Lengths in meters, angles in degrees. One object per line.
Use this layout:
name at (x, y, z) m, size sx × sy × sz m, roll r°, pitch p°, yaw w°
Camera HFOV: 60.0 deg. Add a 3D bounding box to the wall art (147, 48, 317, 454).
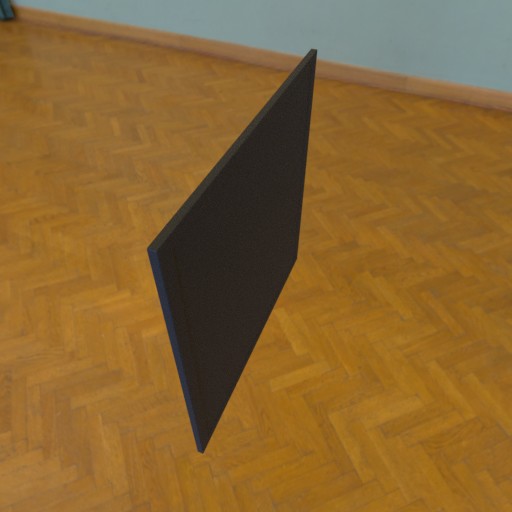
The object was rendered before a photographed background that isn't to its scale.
wall art at (0.000, 0.000, 0.835) m, size 0.012 × 0.558 × 0.562 m, roll 17°, pitch 48°, yaw 15°
